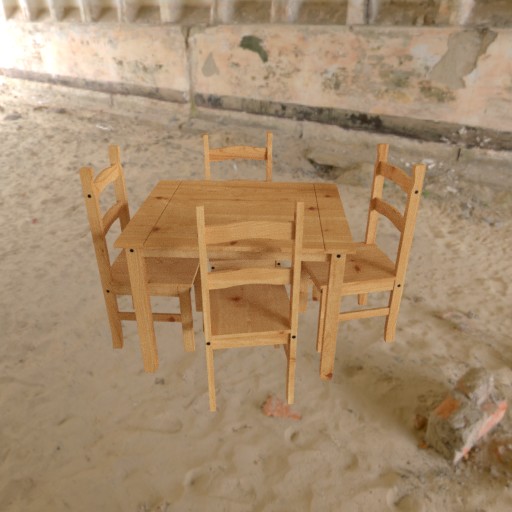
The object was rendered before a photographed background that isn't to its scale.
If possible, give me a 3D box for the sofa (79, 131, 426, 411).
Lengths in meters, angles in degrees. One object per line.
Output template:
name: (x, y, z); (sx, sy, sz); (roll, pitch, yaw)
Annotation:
sofa: (0.000, 0.000, 2.267); (1.529, 1.000, 1.144); (2, 29, 3)
